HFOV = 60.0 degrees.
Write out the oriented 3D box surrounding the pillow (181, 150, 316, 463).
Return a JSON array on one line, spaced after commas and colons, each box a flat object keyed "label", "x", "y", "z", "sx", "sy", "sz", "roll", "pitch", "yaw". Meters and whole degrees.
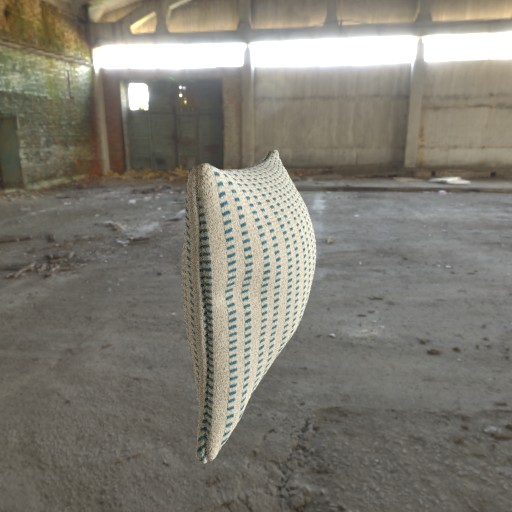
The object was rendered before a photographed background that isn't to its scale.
[{"label": "pillow", "x": 0.000, "y": 0.000, "z": 0.784, "sx": 0.210, "sy": 0.353, "sz": 0.640, "roll": 2, "pitch": 15, "yaw": 9}]
